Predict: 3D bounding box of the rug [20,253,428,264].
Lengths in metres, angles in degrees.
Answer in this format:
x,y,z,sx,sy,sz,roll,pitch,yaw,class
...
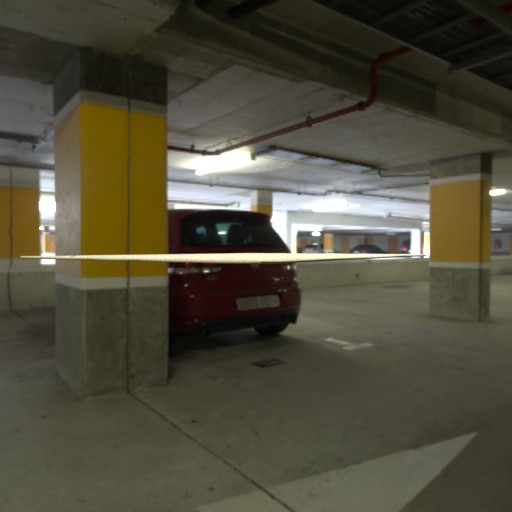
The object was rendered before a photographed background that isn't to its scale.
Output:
x,y,z,sx,sy,sz,roll,pitch,yaw,class
0.000,0.000,4.348,2.436,0.026,3.381,1,1,35,rug
